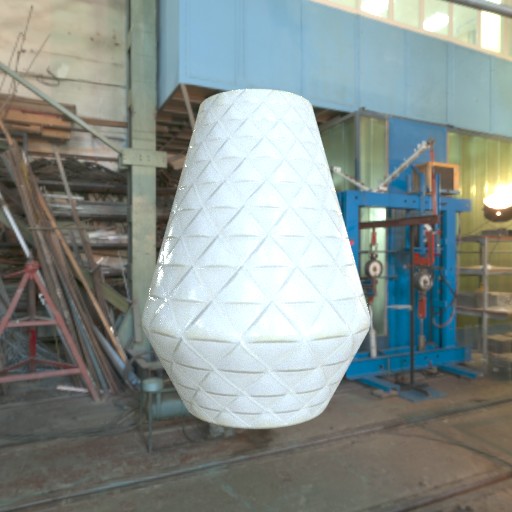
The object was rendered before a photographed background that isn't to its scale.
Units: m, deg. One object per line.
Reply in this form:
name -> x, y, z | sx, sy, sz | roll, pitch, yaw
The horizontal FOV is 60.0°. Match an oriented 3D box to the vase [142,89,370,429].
vase -> 0.000, 0.000, 0.348 | 0.175, 0.230, 0.175 | 0, 1, 0
